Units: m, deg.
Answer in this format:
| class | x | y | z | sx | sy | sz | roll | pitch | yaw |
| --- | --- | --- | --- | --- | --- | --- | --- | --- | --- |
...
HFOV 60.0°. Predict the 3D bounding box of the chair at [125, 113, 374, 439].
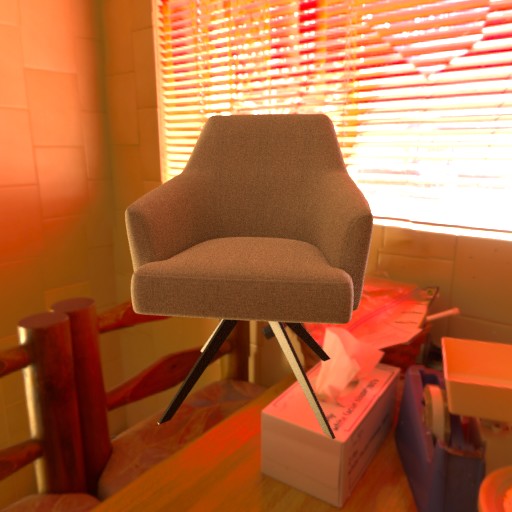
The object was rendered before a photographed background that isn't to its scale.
| class | x | y | z | sx | sy | sz | roll | pitch | yaw |
| --- | --- | --- | --- | --- | --- | --- | --- | --- | --- |
| chair | 0.000 | 0.000 | 1.351 | 0.642 | 0.874 | 0.677 | 2 | 13 | 8 |
